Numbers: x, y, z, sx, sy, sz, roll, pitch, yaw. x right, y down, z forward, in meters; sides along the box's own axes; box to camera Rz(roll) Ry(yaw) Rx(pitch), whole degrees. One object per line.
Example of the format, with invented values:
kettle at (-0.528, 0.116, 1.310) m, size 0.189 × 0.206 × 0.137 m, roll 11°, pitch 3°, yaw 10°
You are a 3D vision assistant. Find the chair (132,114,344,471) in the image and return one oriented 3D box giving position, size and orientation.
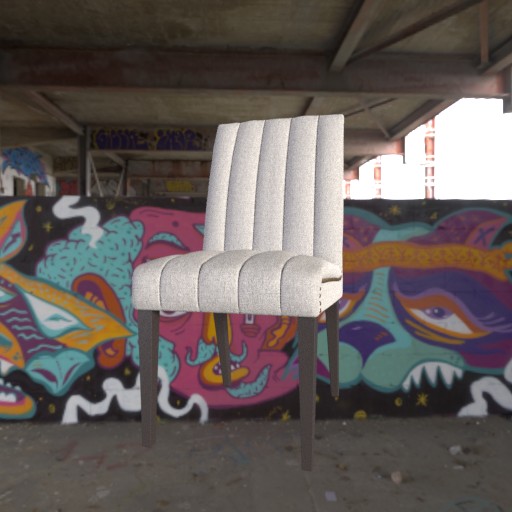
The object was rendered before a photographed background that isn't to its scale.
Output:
chair at (0.000, 0.000, 1.379) m, size 0.511 × 1.016 × 0.647 m, roll 0°, pitch 0°, yaw 17°
